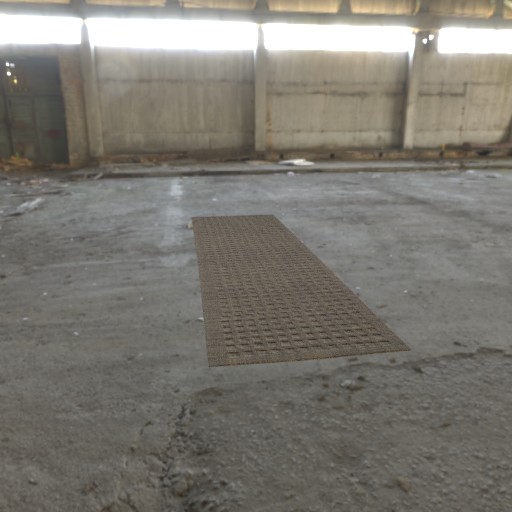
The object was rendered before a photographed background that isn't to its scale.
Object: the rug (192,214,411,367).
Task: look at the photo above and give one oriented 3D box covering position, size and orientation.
[{"bbox_3d":[0.000,0.000,2.635,0.706,0.009,2.443,-3,17,-9],"label":"rug"}]
